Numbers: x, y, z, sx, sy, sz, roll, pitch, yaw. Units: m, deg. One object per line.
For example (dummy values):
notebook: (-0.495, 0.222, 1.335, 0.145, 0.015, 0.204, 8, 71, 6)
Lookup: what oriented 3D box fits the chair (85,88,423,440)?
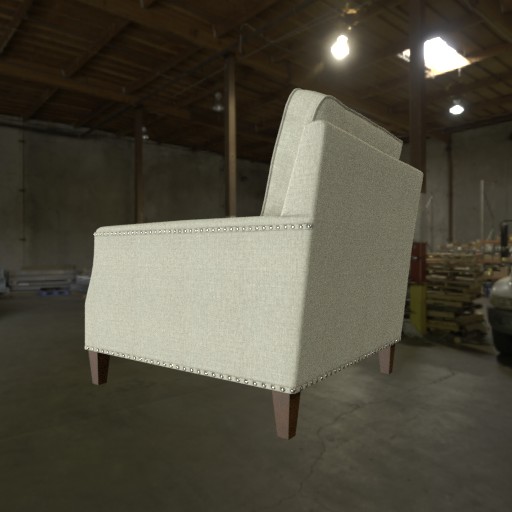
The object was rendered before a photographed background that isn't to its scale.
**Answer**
chair: (0.000, 0.000, 1.692, 1.014, 0.943, 0.853, 0, 0, 36)
